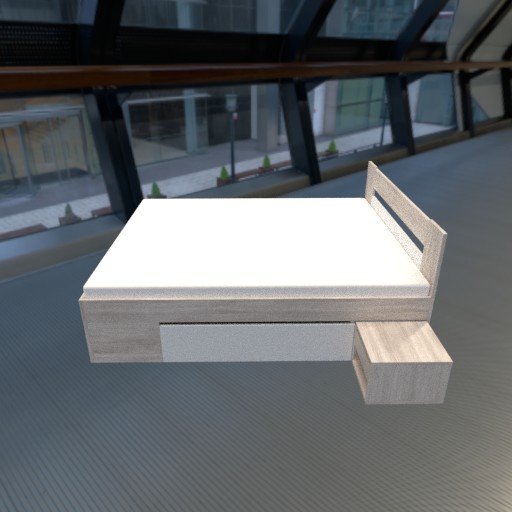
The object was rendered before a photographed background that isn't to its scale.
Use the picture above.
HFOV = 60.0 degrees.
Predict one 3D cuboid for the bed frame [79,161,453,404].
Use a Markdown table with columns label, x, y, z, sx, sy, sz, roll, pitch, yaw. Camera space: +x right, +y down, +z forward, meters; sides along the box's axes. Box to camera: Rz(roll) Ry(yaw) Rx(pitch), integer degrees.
| label | x | y | z | sx | sy | sz | roll | pitch | yaw |
| --- | --- | --- | --- | --- | --- | --- | --- | --- | --- |
| bed frame | 0.000 | 0.000 | 3.141 | 2.050 | 0.860 | 2.040 | 0 | 25 | -1 |
